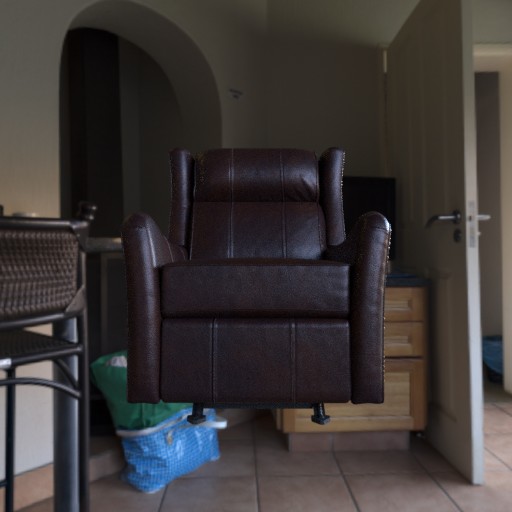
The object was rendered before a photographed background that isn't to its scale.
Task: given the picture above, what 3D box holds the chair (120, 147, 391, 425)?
[{"bbox_3d":[0.000,0.000,1.837,0.869,1.084,1.008,0,0,0],"label":"chair"}]
